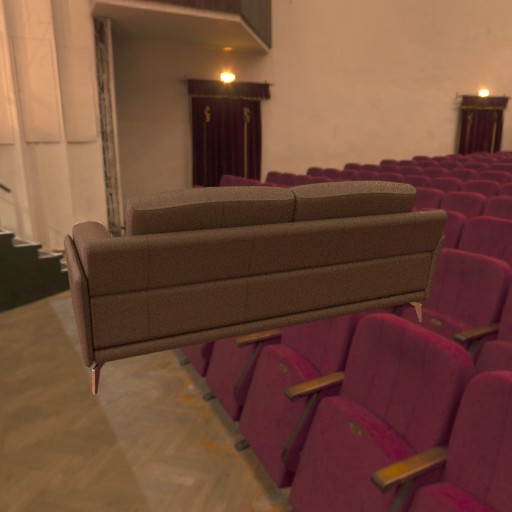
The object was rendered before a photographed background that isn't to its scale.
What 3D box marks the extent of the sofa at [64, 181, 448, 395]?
[{"bbox_3d":[0.000,0.000,2.699,2.101,0.930,1.049,-7,16,-24],"label":"sofa"}]
